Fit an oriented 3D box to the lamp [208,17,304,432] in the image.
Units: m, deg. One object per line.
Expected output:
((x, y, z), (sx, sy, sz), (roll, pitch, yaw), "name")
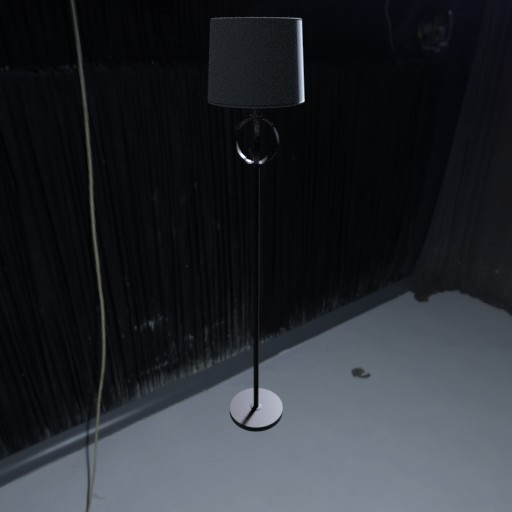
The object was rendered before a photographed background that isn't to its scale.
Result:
((0.000, 0.000, 1.551), (0.286, 1.462, 0.286), (-17, 31, -30), "lamp")
